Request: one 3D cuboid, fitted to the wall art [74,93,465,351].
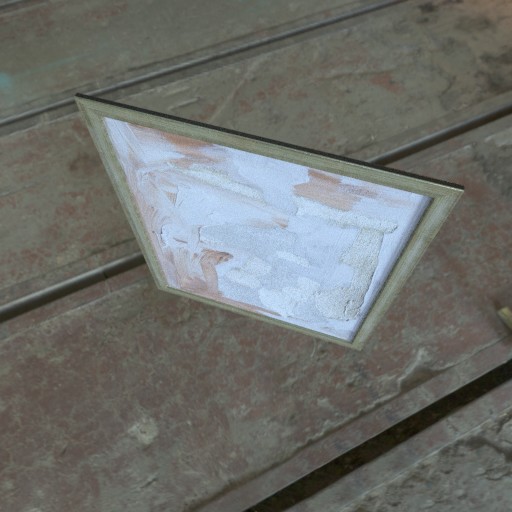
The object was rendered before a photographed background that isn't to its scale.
[{"bbox_3d":[0.000,0.000,0.766,0.483,0.559,0.009,16,61,9],"label":"wall art"}]
